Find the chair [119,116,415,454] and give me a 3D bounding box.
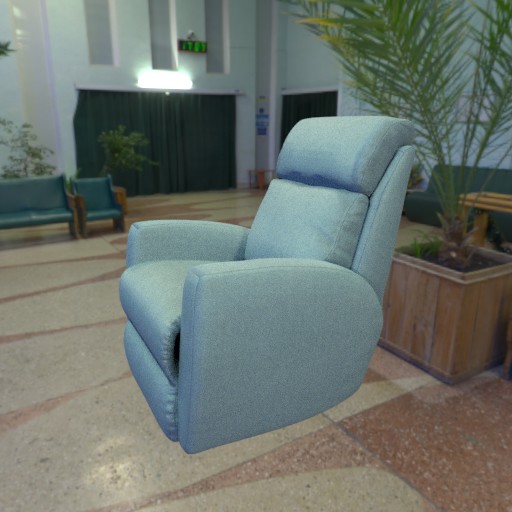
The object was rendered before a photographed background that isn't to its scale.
[{"bbox_3d":[0.000,0.000,1.675,0.940,1.013,0.812,-9,18,-27],"label":"chair"}]
